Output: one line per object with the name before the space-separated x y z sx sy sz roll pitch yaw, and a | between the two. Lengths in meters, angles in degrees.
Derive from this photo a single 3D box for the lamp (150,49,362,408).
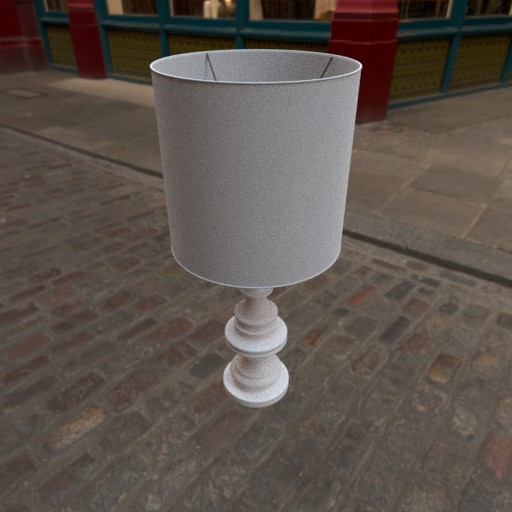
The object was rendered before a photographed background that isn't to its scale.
lamp | 0.000 0.000 0.564 0.208 0.455 0.208 21 37 30
